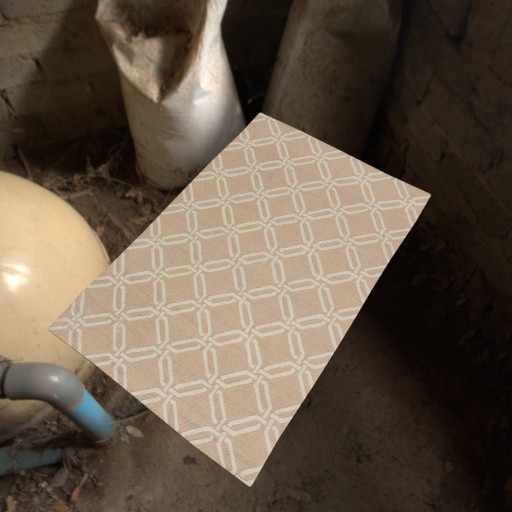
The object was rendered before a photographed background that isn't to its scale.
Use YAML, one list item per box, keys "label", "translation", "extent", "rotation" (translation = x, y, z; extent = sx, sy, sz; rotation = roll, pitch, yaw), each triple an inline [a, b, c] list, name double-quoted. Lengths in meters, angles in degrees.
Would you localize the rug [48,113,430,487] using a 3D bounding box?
- label: "rug"
  translation: [0.000, 0.000, 2.233]
  extent: [1.146, 0.010, 1.745]
  rotation: [31, 64, 17]
